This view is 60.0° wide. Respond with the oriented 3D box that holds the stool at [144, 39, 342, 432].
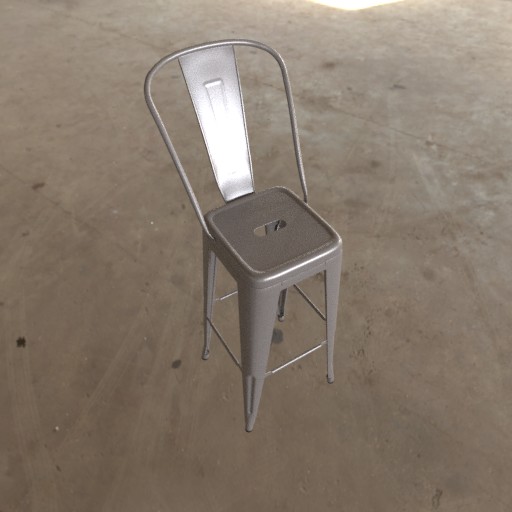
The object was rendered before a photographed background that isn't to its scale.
[{"bbox_3d":[0.000,0.000,1.355,0.399,1.096,0.513,-23,50,-22],"label":"stool"}]
